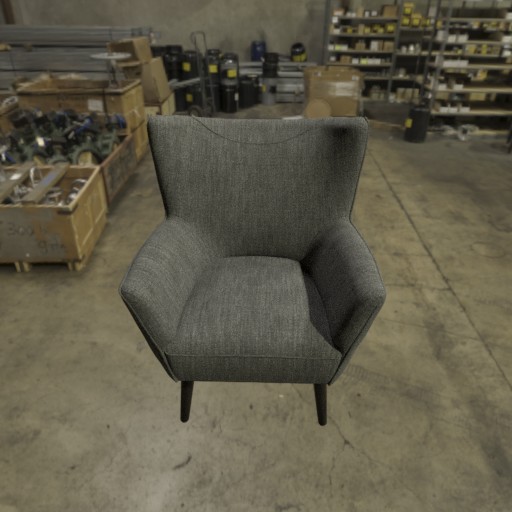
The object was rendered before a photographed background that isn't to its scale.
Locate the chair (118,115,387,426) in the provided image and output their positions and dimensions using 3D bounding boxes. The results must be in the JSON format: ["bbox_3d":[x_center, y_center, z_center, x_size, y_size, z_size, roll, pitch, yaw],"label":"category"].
[{"bbox_3d":[0.000,0.000,1.644,0.781,0.933,0.888,1,30,1],"label":"chair"}]
